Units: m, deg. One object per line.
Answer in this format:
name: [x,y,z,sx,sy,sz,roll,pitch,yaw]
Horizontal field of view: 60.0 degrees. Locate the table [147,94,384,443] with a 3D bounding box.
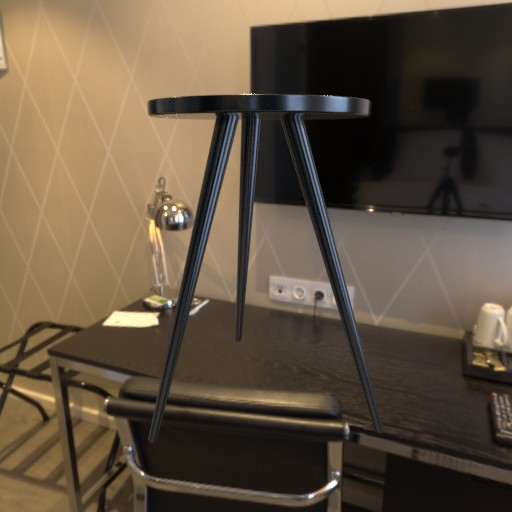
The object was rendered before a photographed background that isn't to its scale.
table: [0.000,0.000,0.844,0.403,0.548,0.415,-2,16,-7]
